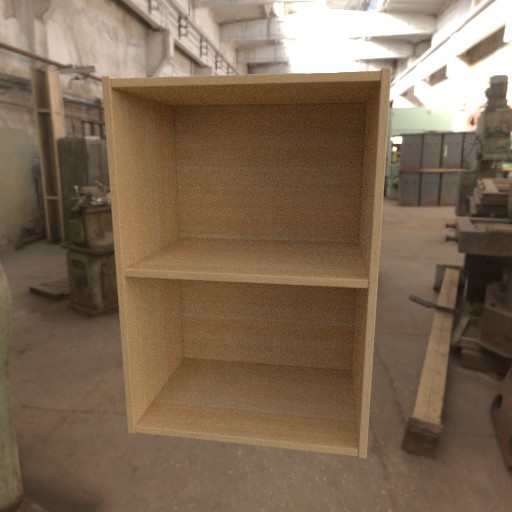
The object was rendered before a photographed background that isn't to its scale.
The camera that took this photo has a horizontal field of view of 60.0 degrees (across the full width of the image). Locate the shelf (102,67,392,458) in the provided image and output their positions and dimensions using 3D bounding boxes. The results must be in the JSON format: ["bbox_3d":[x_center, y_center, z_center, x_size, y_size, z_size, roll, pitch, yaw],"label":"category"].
[{"bbox_3d":[0.000,0.000,0.822,0.414,0.592,0.290,2,13,9],"label":"shelf"}]
